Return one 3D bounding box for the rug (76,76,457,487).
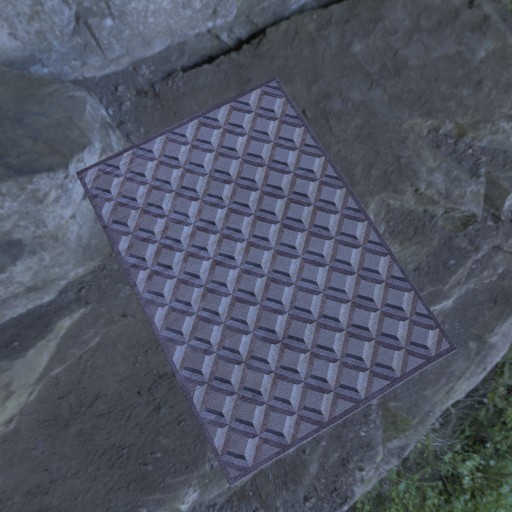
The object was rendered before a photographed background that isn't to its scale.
[{"bbox_3d":[0.000,0.000,2.898,1.600,0.013,2.260,-28,76,-7],"label":"rug"}]
